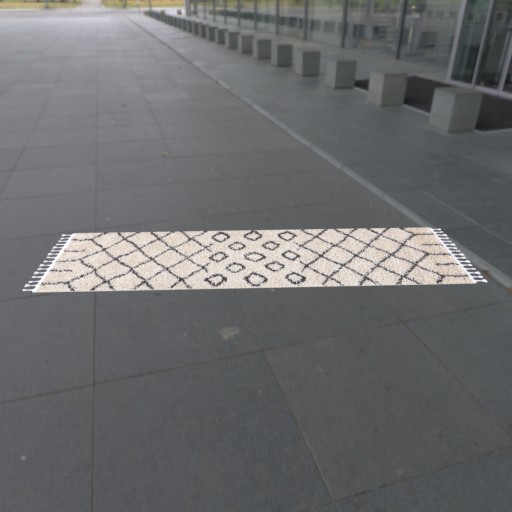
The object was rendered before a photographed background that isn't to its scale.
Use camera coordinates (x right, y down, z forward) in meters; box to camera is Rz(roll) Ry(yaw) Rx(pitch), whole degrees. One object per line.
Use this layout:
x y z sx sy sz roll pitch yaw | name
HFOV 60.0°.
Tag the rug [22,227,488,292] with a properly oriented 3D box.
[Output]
0.000 0.000 2.611 2.464 0.005 0.660 -1 30 -2 | rug
